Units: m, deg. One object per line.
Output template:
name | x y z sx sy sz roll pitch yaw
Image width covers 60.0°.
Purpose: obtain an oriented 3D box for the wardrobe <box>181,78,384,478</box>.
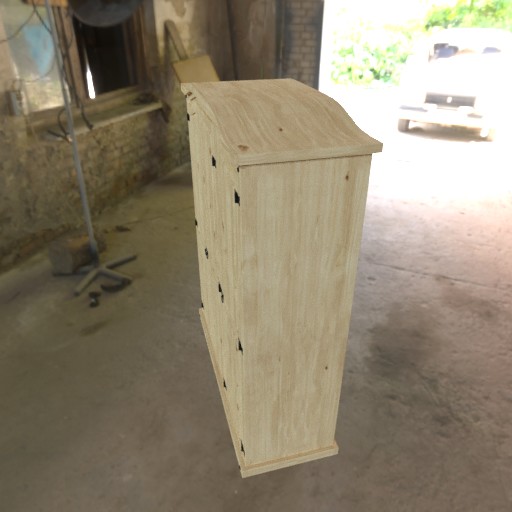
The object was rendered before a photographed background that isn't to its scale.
wardrobe | 0.000 0.000 2.625 0.570 1.870 1.500 -8 31 -13
